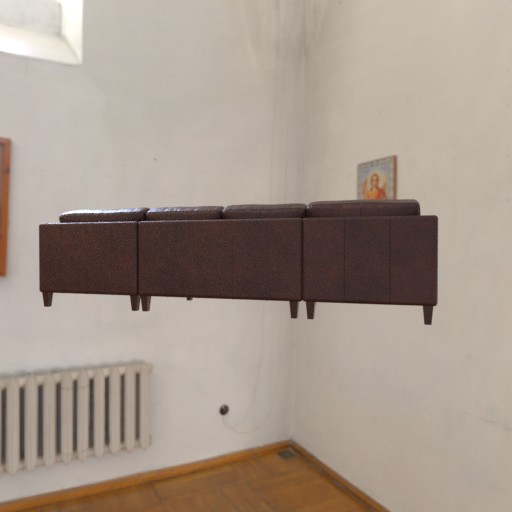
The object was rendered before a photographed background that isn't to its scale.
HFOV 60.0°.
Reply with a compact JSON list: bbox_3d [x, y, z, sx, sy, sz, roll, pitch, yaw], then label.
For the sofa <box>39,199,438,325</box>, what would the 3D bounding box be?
[{"bbox_3d":[0.000,0.000,4.635,3.324,0.891,2.452,0,1,17],"label":"sofa"}]
